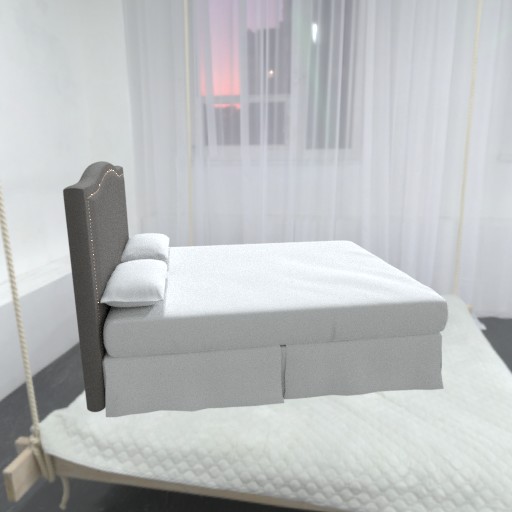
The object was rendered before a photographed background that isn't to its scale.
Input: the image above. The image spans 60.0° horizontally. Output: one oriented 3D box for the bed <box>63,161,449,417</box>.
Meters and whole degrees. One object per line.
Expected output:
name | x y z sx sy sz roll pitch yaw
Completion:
bed | 0.000 0.000 3.404 2.282 1.436 1.821 -3 15 -9
